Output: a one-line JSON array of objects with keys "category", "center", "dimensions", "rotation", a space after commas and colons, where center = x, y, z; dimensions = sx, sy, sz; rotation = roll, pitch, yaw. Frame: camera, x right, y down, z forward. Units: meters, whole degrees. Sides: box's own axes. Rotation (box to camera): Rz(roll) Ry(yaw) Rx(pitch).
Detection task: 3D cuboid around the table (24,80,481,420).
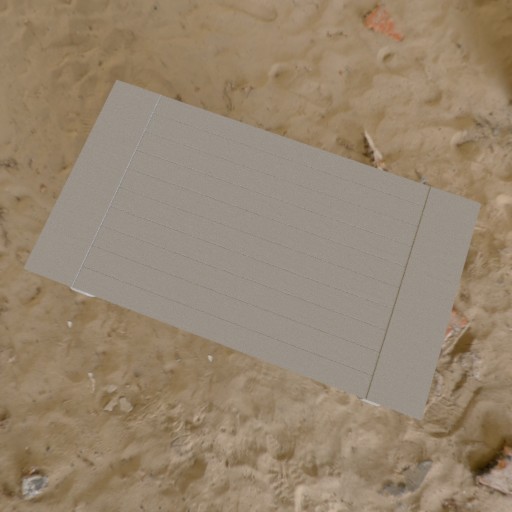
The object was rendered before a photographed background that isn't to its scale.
[{"category": "table", "center": [0.000, 0.000, 1.403], "dimensions": [1.062, 0.495, 0.600], "rotation": [20, 78, 4]}]
